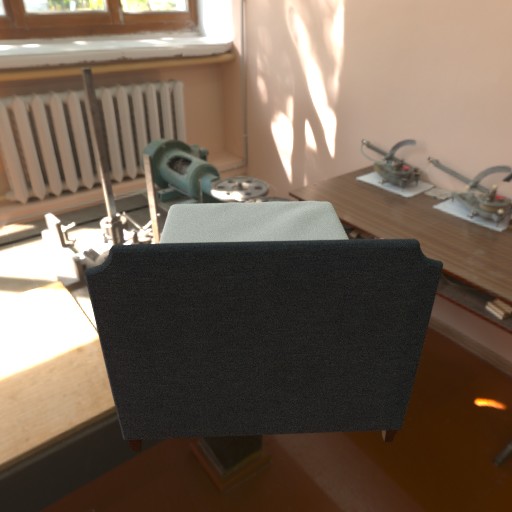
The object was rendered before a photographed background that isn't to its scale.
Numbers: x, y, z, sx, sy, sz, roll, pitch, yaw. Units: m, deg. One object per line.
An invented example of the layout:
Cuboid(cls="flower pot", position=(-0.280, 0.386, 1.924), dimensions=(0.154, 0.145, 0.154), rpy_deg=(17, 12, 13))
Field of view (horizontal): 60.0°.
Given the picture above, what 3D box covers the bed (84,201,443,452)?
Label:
Cuboid(cls="bed", position=(0.000, 0.000, 3.380), dimensions=(1.713, 1.443, 2.372), rpy_deg=(-1, 30, -2))
